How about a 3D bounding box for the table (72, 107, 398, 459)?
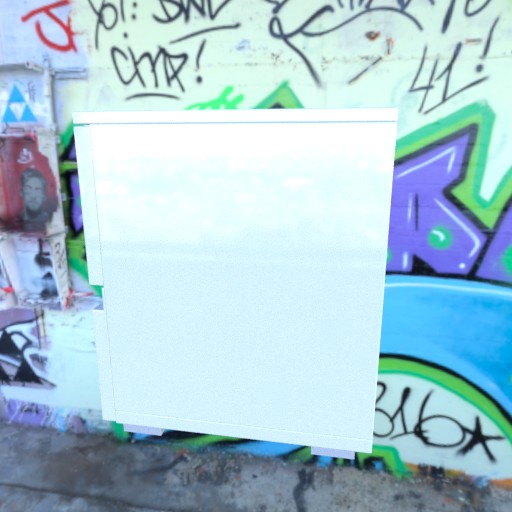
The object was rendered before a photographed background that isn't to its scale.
[{"bbox_3d":[0.000,0.000,0.789,0.400,0.470,0.420,3,15,10],"label":"table"}]
